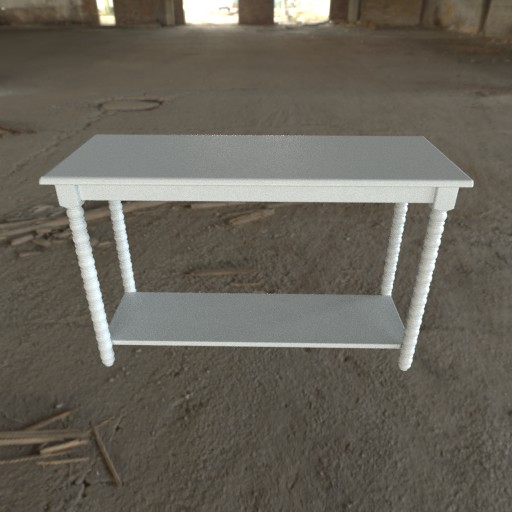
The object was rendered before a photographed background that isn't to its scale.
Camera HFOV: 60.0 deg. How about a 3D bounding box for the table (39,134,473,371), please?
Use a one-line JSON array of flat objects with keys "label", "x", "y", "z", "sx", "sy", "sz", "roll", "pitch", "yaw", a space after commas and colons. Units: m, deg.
[{"label": "table", "x": 0.000, "y": 0.000, "z": 1.576, "sx": 1.184, "sy": 0.740, "sz": 0.459, "roll": 1, "pitch": 30, "yaw": 1}]
